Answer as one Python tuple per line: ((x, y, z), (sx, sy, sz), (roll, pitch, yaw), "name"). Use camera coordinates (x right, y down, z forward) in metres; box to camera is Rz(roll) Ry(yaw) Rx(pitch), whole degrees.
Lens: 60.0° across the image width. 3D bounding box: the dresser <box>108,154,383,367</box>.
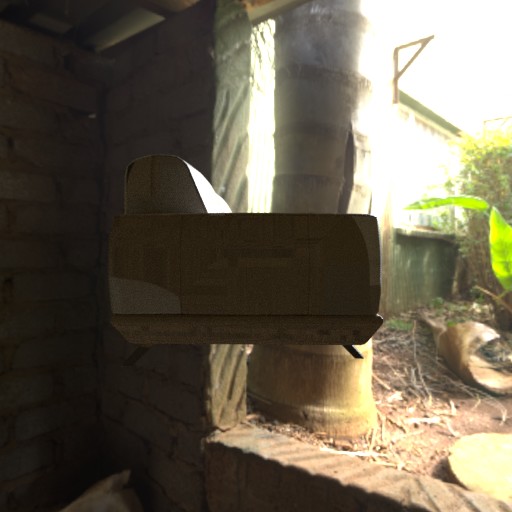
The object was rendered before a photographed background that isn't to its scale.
((0.000, 0.000, 5.810), (2.251, 1.863, 4.679), (0, 0, 2), "dresser")
